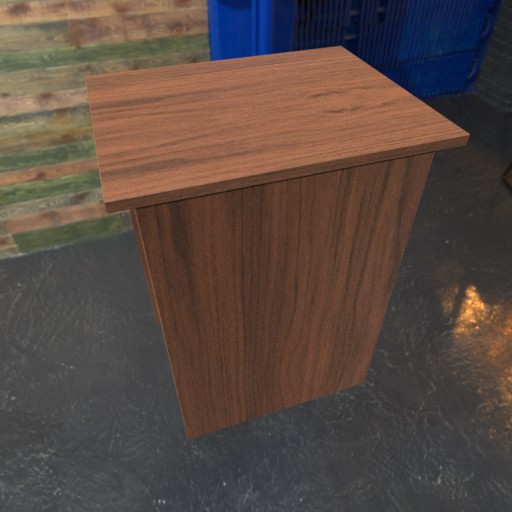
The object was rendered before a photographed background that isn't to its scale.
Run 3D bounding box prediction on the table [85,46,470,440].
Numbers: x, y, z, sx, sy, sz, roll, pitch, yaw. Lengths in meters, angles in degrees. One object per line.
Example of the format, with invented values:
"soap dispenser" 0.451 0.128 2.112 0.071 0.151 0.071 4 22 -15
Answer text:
"table" 0.000 0.000 0.888 0.480 0.636 0.381 -13 44 -14
